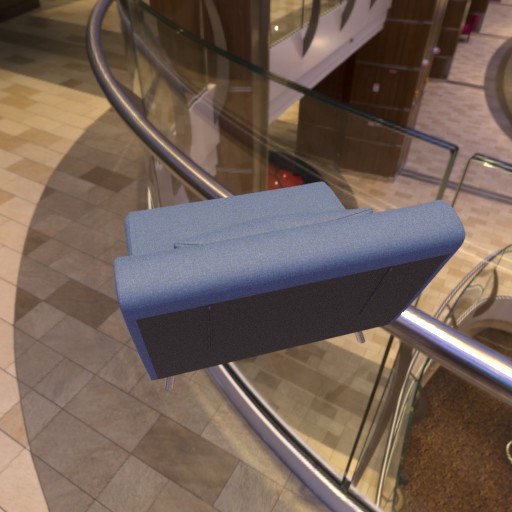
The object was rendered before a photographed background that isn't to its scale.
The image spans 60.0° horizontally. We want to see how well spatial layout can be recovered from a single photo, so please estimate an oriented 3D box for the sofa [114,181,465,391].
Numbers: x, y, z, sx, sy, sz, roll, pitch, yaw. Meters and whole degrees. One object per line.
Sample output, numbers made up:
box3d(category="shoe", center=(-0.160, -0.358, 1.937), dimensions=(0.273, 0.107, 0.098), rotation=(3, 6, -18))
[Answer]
box3d(category="sofa", center=(0.000, 0.000, 1.771), dimensions=(0.999, 0.860, 0.996), rotation=(-11, 43, -12))
